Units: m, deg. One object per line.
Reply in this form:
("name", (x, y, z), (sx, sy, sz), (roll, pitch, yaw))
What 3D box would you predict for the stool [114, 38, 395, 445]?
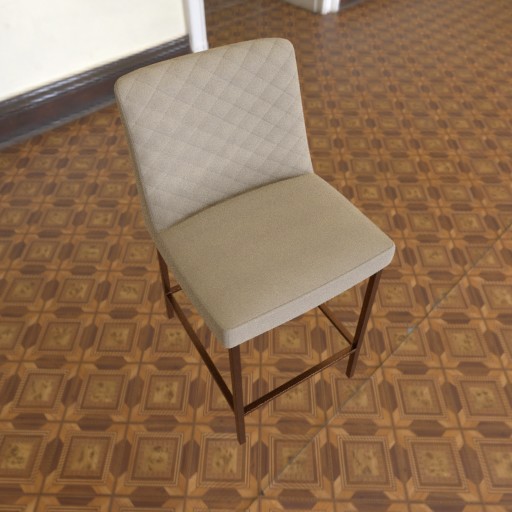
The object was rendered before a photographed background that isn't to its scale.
("stool", (0.000, 0.000, 1.264), (0.507, 0.973, 0.576), (-24, 52, -20))
